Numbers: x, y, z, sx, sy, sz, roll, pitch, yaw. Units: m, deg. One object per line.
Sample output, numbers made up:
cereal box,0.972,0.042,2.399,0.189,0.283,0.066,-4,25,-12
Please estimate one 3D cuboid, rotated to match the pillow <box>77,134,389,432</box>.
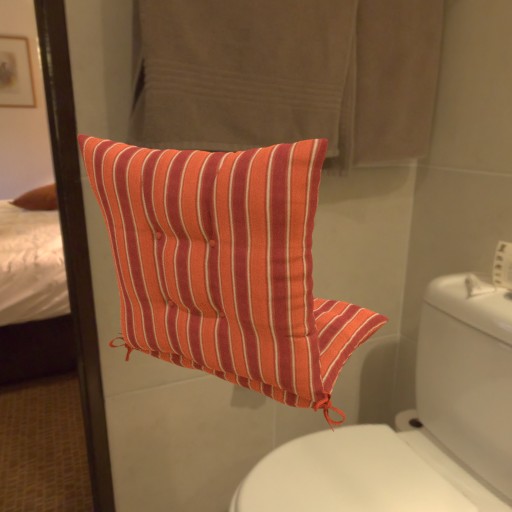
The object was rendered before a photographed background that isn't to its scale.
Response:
pillow,0.000,0.000,1.007,0.541,0.536,0.585,9,18,28
